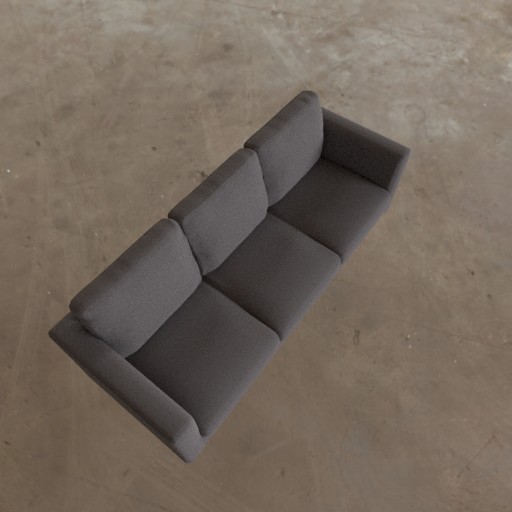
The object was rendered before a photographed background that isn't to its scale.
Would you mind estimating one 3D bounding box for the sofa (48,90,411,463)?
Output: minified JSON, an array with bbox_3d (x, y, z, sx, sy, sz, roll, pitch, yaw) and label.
[{"bbox_3d":[0.000,0.000,2.464,0.802,0.912,2.029,33,63,19],"label":"sofa"}]
